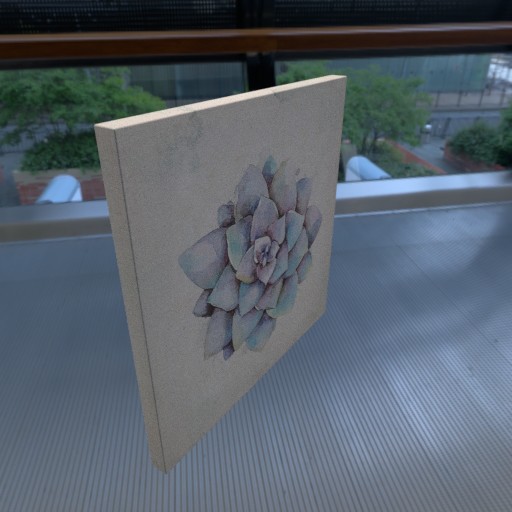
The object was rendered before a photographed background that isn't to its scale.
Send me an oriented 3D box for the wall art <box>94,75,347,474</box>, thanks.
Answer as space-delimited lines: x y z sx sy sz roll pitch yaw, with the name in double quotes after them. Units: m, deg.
0.000 0.000 0.878 0.040 0.612 0.612 19 34 31 "wall art"
